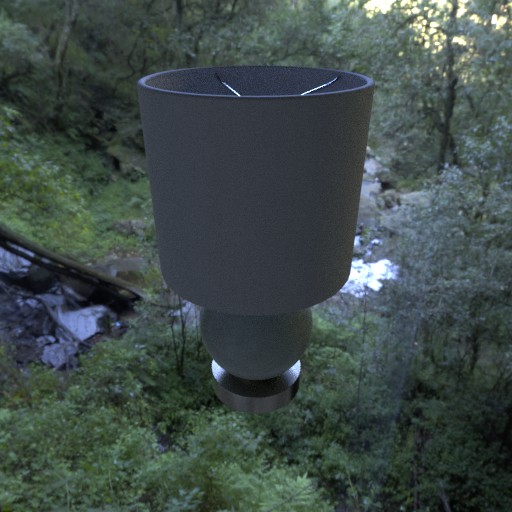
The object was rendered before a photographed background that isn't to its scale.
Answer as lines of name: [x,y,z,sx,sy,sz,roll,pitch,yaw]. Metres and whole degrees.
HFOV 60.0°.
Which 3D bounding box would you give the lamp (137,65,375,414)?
lamp: [0.000,0.000,0.469,0.201,0.353,0.201,18,34,29]
